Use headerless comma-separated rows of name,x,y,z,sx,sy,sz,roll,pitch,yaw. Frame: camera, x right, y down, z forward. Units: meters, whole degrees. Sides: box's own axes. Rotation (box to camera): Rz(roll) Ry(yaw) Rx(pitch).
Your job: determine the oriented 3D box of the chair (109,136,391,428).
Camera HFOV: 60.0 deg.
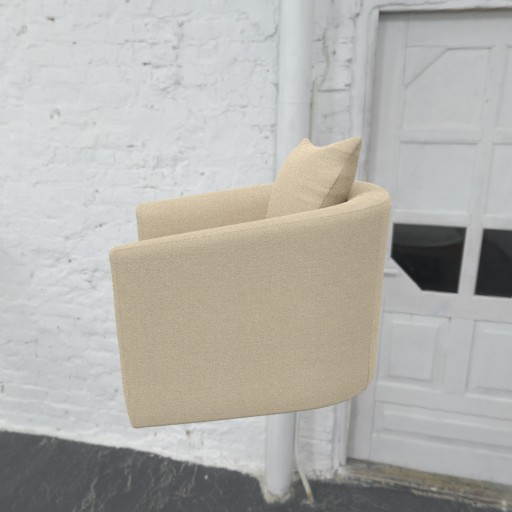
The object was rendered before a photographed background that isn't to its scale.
chair,0.000,0.000,1.632,0.910,0.848,0.845,-3,15,-9
